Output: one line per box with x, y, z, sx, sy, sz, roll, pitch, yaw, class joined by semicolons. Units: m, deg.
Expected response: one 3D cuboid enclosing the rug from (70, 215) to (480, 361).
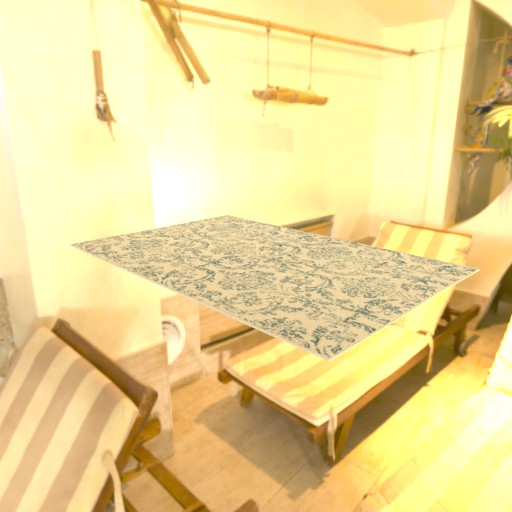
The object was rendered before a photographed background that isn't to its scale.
0.000;0.000;3.509;1.819;0.018;2.746;-16;23;-43;rug
